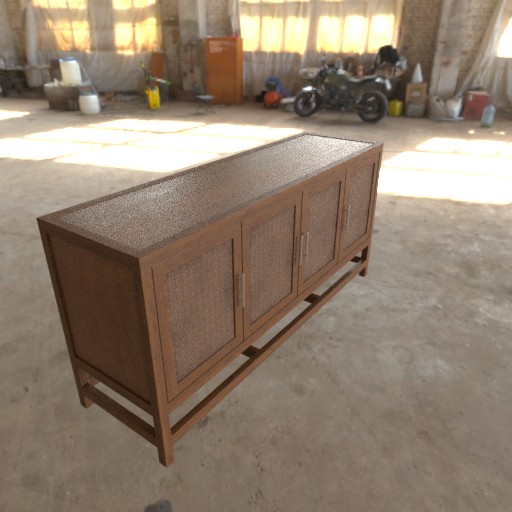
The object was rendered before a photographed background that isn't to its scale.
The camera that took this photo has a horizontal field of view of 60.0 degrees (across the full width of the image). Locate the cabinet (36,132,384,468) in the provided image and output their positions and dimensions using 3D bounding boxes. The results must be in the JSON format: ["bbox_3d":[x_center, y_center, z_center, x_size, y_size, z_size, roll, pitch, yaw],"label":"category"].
[{"bbox_3d":[0.000,0.000,2.101,0.522,0.820,1.708,18,32,32],"label":"cabinet"}]
